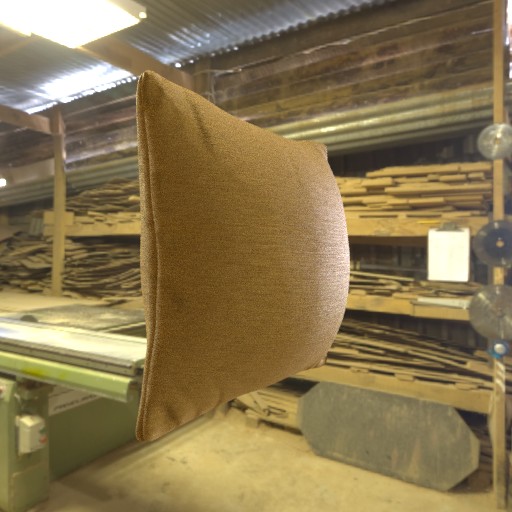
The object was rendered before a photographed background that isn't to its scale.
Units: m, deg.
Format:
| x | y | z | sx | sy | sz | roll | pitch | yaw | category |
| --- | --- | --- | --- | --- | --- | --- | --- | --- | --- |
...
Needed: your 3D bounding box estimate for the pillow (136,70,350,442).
| x | y | z | sx | sy | sz | roll | pitch | yaw | category |
| --- | --- | --- | --- | --- | --- | --- | --- | --- | --- |
| 0.000 | 0.000 | 0.663 | 0.247 | 0.417 | 0.435 | 0 | 1 | 36 | pillow |
